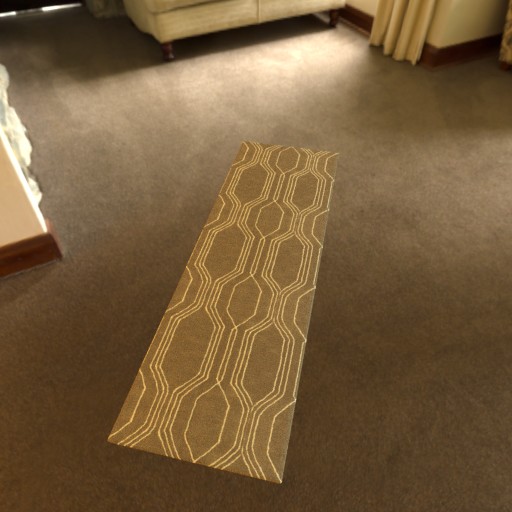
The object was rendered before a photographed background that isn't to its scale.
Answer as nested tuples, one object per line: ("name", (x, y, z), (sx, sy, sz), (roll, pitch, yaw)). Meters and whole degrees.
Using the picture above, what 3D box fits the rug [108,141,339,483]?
("rug", (0.000, 0.000, 2.702), (0.773, 0.012, 2.464), (9, 47, 9))
